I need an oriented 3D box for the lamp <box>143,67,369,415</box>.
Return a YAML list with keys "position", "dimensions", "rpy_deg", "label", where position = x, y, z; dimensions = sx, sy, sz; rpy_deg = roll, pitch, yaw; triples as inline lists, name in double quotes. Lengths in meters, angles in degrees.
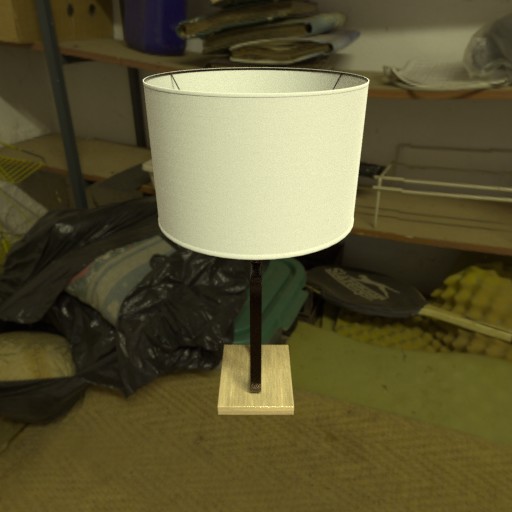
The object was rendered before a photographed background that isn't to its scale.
- position: [0.000, 0.000, 0.677]
  dimensions: [0.279, 0.508, 0.279]
  rpy_deg: [0, 28, 0]
  label: "lamp"
